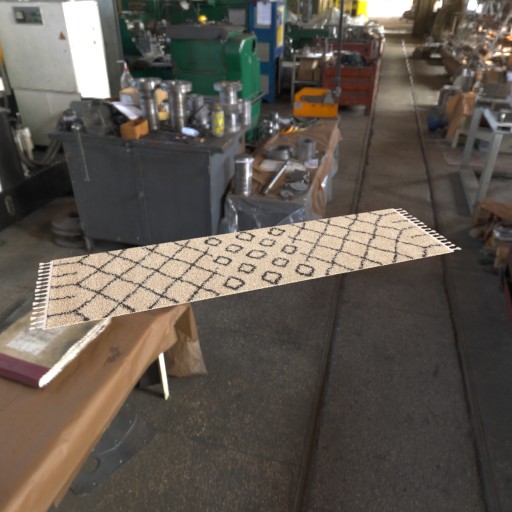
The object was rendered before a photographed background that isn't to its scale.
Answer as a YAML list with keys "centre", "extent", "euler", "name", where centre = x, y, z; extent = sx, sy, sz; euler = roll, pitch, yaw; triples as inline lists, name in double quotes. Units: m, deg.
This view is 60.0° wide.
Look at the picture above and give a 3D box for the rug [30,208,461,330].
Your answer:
- centre: [0.000, 0.000, 2.670]
  extent: [2.464, 0.005, 0.660]
  euler: [-10, 32, -16]
  name: "rug"
